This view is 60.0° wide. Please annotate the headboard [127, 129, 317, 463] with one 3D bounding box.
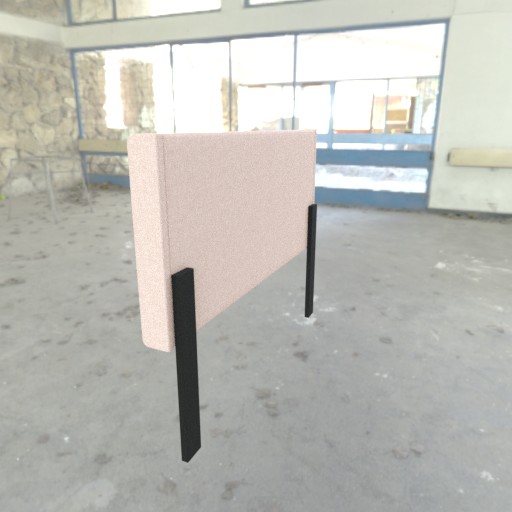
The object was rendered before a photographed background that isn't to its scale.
[{"bbox_3d":[0.000,0.000,2.803,0.184,1.524,2.051,7,18,24],"label":"headboard"}]
